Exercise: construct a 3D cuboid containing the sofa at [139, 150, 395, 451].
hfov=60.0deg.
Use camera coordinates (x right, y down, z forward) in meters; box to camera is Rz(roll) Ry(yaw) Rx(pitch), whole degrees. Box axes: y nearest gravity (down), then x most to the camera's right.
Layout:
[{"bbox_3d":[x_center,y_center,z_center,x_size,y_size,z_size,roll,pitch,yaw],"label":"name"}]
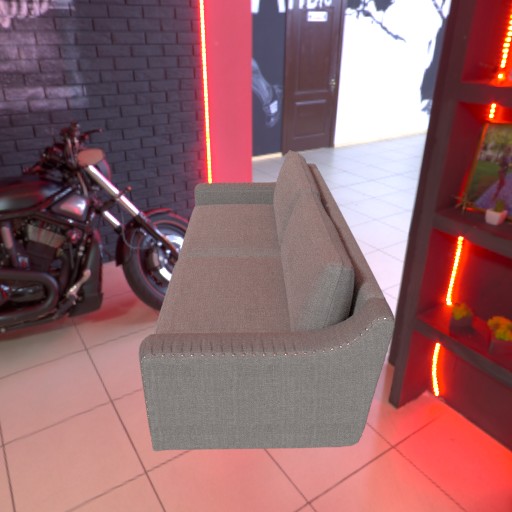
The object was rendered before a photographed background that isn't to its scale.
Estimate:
[{"bbox_3d":[0.000,0.000,2.723,1.000,0.857,2.208,0,27,-1],"label":"sofa"}]
